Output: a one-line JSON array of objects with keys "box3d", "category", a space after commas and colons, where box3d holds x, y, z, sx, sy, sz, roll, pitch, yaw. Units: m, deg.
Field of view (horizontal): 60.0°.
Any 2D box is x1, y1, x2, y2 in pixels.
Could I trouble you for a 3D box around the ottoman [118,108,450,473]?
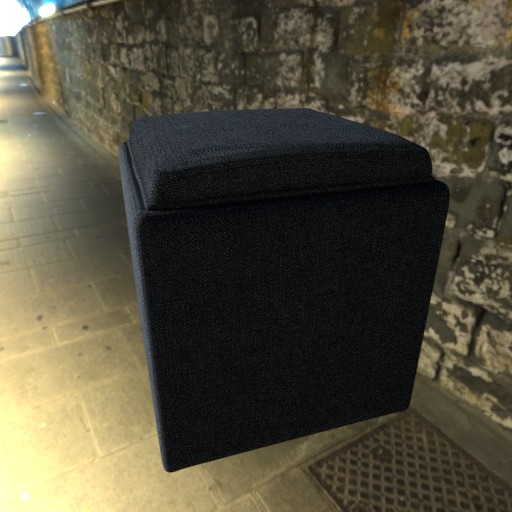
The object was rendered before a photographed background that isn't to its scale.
[{"box3d": [0.000, 0.000, 0.821, 0.436, 0.493, 0.454, -8, 27, -16], "category": "ottoman"}]
